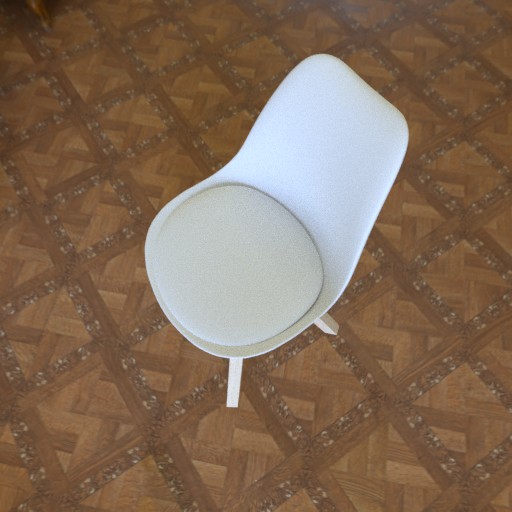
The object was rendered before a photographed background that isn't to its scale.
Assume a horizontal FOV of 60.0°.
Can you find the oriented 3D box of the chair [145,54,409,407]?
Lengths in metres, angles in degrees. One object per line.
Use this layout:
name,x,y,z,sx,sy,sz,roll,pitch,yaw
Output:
chair,0.000,0.000,1.162,0.550,0.850,0.485,-32,68,-15
